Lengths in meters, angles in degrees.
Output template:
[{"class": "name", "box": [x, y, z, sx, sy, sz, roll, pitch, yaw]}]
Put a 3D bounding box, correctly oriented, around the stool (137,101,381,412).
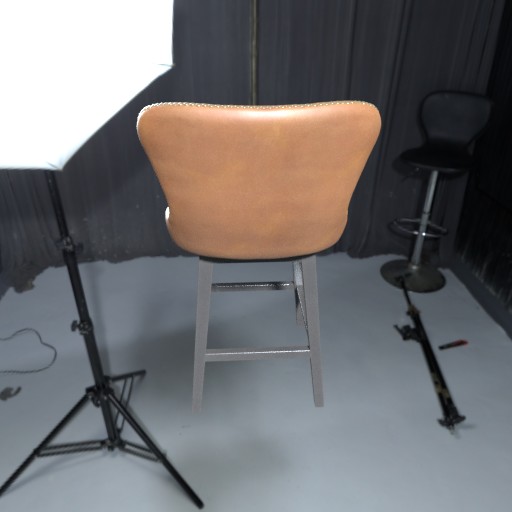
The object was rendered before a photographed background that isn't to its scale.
[{"class": "stool", "box": [0.000, 0.000, 1.320, 0.528, 0.971, 0.593, -1, 29, -3]}]
